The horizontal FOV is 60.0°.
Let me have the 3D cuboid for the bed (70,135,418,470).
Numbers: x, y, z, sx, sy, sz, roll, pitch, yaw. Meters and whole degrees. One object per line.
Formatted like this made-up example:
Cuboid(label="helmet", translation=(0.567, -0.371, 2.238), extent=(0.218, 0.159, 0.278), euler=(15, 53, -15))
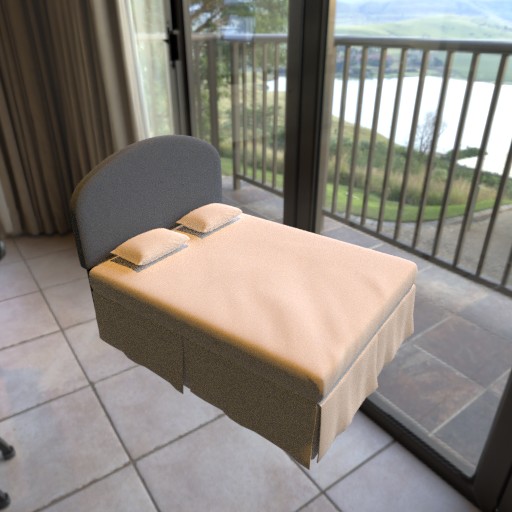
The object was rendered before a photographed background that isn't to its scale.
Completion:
Cuboid(label="bed", translation=(0.000, 0.000, 3.164), extent=(2.005, 1.410, 1.607), euler=(19, 33, 31))
